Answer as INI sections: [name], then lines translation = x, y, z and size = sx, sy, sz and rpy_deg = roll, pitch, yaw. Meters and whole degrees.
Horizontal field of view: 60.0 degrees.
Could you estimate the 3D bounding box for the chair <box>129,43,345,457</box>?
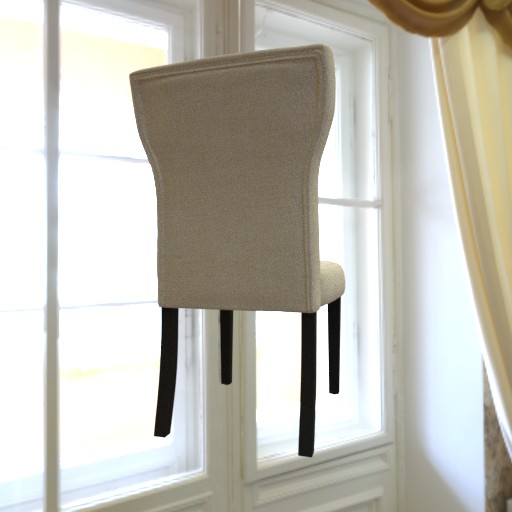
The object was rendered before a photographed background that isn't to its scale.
[chair]
translation = 0.000, 0.000, 1.284
size = 0.509, 0.921, 0.597
rpy_deg = 0, 0, 17
